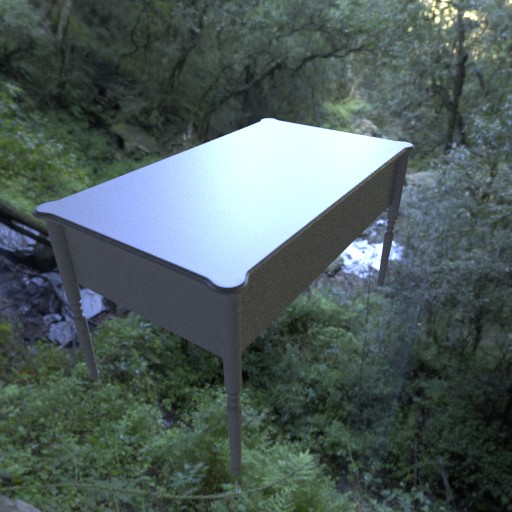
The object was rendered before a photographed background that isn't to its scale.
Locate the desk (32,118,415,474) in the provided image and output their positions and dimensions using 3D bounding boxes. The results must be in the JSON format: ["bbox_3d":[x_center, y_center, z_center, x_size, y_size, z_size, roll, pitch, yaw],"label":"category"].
[{"bbox_3d":[0.000,0.000,1.878,0.807,0.762,1.380,20,37,29],"label":"desk"}]
